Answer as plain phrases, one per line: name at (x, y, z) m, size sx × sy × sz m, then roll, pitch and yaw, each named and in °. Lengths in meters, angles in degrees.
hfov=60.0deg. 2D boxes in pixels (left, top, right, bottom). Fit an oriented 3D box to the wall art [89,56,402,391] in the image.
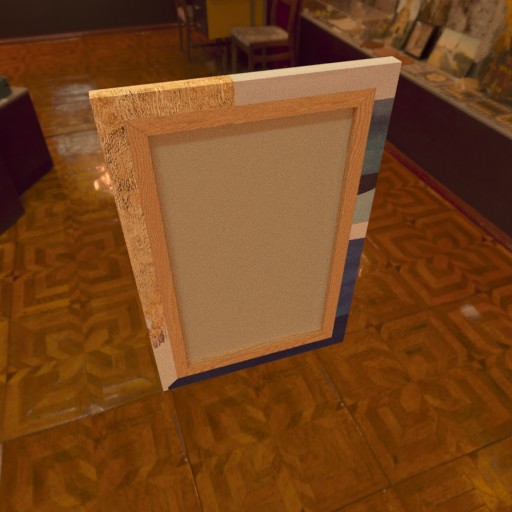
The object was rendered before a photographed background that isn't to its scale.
wall art at (0.000, 0.000, 1.139) m, size 0.607 × 0.911 × 0.039 m, roll -12°, pitch 43°, yaw -13°
